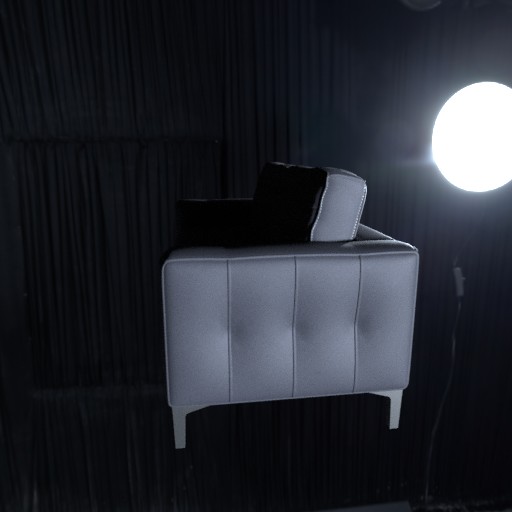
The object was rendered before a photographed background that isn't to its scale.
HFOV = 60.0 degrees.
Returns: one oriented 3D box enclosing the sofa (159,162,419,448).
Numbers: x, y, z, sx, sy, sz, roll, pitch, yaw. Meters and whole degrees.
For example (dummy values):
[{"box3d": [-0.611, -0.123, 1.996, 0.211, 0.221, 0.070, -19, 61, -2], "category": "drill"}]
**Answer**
[{"box3d": [0.000, 0.000, 2.197, 0.833, 0.893, 1.726, -2, 13, -8], "category": "sofa"}]
